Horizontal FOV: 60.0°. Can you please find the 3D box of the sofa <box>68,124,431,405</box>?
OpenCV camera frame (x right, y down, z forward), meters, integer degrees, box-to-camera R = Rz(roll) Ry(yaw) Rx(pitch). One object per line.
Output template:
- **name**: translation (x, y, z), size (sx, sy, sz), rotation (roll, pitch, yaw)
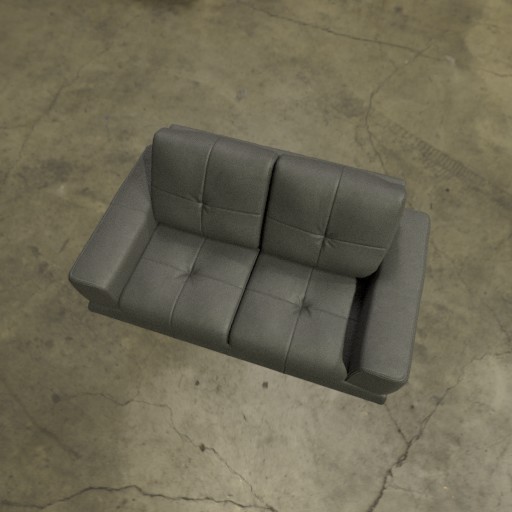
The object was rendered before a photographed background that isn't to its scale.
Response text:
- **sofa**: translation (0.000, 0.000, 2.468), size (1.806, 0.907, 1.018), rotation (16, 61, 9)
